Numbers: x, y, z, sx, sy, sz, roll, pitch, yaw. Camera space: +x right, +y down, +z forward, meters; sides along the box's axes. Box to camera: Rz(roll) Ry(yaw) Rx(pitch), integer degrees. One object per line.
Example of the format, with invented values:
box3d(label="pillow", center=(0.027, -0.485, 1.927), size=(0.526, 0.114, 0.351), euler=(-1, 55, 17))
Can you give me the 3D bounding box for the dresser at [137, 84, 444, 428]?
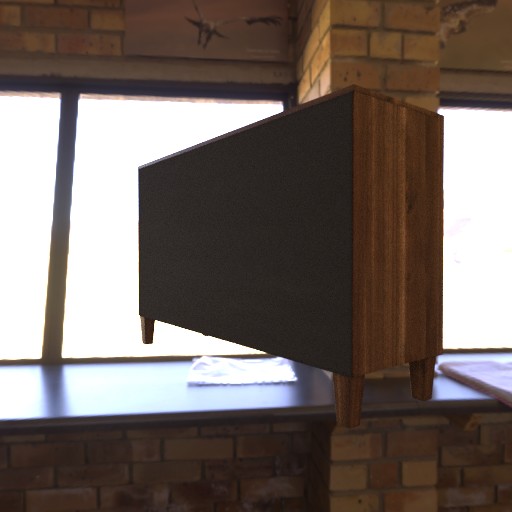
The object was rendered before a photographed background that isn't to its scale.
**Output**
box3d(label="dresser", center=(0.000, 0.000, 1.815), size=(0.438, 0.892, 1.387), euler=(-1, 1, -38))
